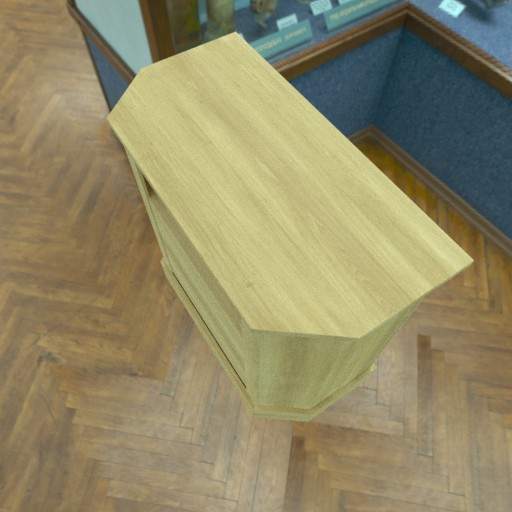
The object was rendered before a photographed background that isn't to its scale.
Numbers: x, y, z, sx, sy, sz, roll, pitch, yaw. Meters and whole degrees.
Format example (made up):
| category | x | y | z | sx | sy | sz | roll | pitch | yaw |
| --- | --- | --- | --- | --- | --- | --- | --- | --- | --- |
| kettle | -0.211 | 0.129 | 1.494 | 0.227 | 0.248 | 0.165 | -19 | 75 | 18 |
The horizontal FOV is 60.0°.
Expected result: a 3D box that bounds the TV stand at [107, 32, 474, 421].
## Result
| category | x | y | z | sx | sy | sz | roll | pitch | yaw |
| --- | --- | --- | --- | --- | --- | --- | --- | --- | --- |
| TV stand | 0.000 | 0.000 | 1.292 | 0.425 | 0.781 | 0.851 | -29 | 64 | -16 |
